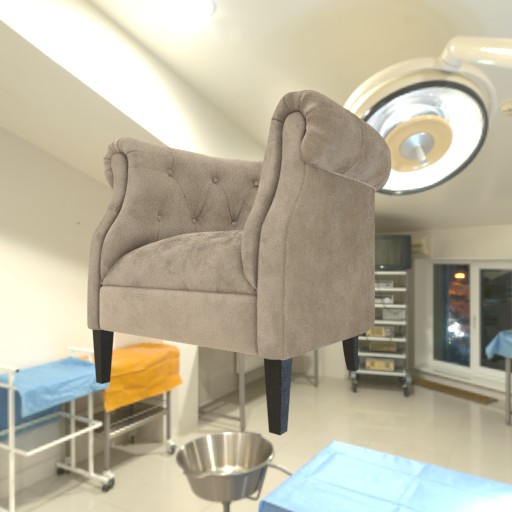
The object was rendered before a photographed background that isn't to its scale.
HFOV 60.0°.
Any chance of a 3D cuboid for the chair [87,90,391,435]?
[{"bbox_3d":[0.000,0.000,1.542,0.904,0.826,0.851,0,0,37],"label":"chair"}]
